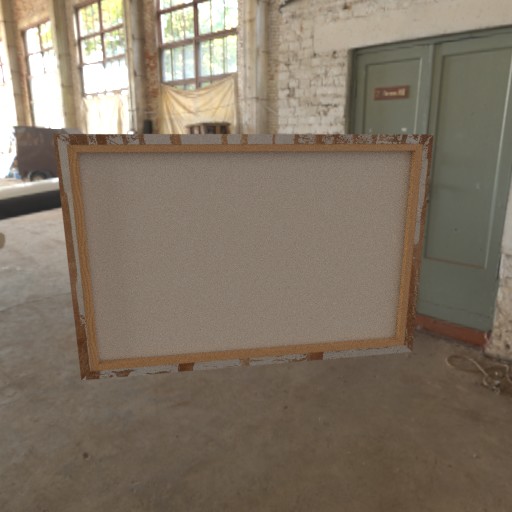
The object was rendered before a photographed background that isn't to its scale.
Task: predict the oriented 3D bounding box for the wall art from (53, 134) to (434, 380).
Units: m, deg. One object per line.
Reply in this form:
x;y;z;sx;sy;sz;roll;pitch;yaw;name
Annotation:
0.000;0.000;1.149;0.914;0.609;0.035;-3;15;-10;wall art
